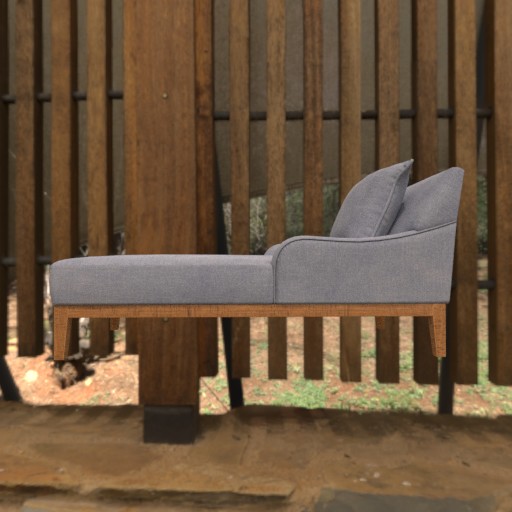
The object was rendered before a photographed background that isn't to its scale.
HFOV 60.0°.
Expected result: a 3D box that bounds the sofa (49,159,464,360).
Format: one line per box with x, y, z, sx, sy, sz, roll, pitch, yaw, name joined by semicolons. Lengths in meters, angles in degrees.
0.000;0.000;2.317;1.779;0.883;0.904;0;-1;-2;sofa
